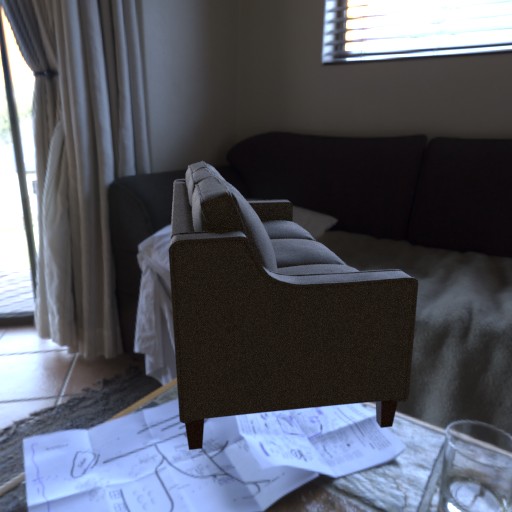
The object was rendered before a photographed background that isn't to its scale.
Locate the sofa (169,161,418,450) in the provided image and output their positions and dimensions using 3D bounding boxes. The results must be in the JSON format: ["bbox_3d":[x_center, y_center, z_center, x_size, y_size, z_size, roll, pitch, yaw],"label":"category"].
[{"bbox_3d":[0.000,0.000,2.528,0.911,0.974,1.986,-3,16,-9],"label":"sofa"}]
